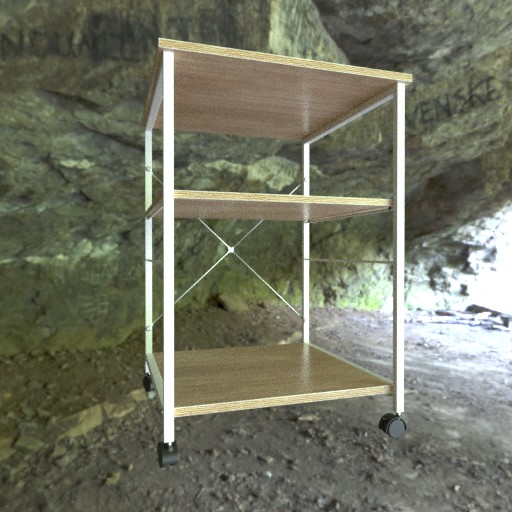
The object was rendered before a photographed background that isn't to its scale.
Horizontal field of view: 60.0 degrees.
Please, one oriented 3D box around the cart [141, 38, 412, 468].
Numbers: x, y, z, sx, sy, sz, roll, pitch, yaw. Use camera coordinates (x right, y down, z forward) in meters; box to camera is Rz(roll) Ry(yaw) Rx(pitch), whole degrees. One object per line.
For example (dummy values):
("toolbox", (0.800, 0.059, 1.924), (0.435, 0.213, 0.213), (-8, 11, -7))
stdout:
("cart", (0.000, 0.000, 1.098), (0.521, 0.762, 0.520), (0, 0, -18))
